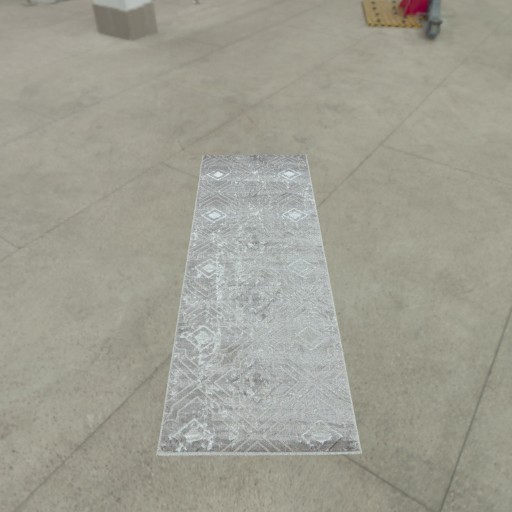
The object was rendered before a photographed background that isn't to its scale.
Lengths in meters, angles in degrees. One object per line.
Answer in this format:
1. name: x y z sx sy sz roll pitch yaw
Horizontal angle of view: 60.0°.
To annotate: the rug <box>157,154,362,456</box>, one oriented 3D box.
1. rug: 0.000 0.000 2.665 0.832 0.035 2.381 0 42 0
